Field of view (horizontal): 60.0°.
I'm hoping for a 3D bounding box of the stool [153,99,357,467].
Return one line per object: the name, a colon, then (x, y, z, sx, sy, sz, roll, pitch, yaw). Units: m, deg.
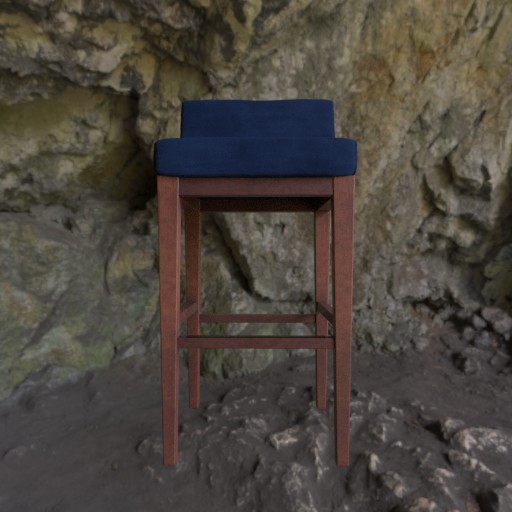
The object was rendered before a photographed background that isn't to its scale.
stool: (0.000, 0.000, 1.311, 0.511, 1.037, 0.500, 0, 1, 1)
